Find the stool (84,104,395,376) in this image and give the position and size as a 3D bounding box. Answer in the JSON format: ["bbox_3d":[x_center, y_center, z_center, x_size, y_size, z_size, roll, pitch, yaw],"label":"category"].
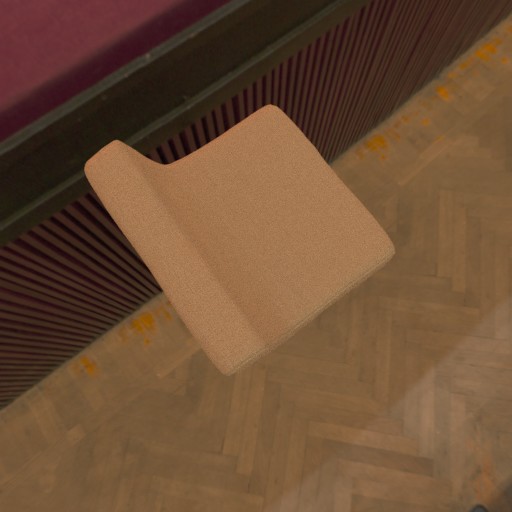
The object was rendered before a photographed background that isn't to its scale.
[{"bbox_3d":[0.000,0.000,1.336,0.500,1.037,0.511,-35,79,-8],"label":"stool"}]
